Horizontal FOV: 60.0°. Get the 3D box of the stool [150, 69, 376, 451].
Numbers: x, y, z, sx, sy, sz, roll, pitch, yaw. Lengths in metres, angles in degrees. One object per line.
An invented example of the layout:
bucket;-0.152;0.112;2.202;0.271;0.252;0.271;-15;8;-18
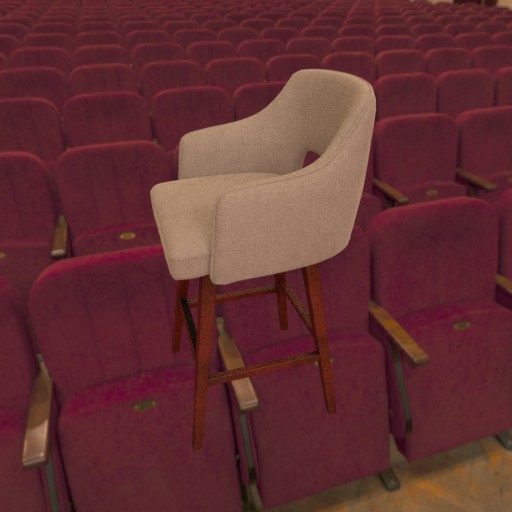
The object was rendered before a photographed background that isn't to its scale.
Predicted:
stool;0.000;0.000;1.351;0.558;1.012;0.548;-9;31;-15
